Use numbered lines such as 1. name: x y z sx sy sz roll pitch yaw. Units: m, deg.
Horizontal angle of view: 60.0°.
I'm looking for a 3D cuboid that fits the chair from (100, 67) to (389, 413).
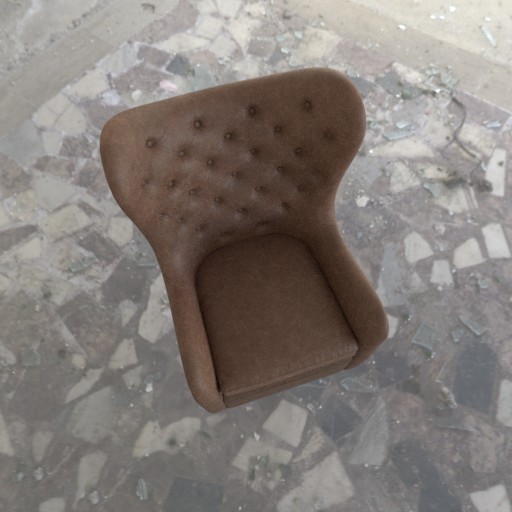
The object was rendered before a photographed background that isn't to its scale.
1. chair: 0.000 0.000 1.737 0.831 1.079 0.930 -16 65 -8
